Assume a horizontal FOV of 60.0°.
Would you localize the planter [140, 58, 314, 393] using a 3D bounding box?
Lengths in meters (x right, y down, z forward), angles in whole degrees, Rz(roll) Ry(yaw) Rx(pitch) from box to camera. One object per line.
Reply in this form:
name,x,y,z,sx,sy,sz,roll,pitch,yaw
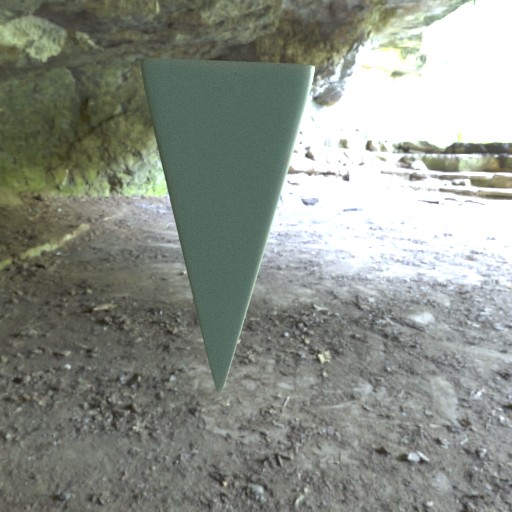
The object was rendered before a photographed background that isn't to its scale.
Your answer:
planter,0.000,0.000,0.218,0.080,0.178,0.064,-14,21,-43
